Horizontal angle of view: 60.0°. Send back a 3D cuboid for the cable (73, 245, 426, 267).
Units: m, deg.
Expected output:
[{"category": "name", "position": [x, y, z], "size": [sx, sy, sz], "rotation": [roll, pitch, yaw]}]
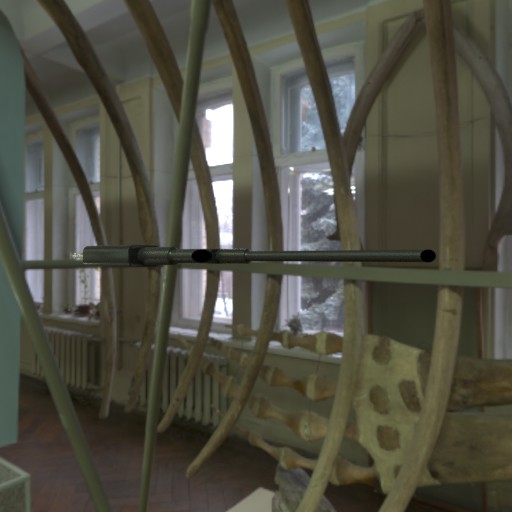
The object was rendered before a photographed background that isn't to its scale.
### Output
[{"category": "cable", "position": [0.000, 0.000, 0.111], "size": [0.098, 0.006, 0.040], "rotation": [0, 0, 35]}]
